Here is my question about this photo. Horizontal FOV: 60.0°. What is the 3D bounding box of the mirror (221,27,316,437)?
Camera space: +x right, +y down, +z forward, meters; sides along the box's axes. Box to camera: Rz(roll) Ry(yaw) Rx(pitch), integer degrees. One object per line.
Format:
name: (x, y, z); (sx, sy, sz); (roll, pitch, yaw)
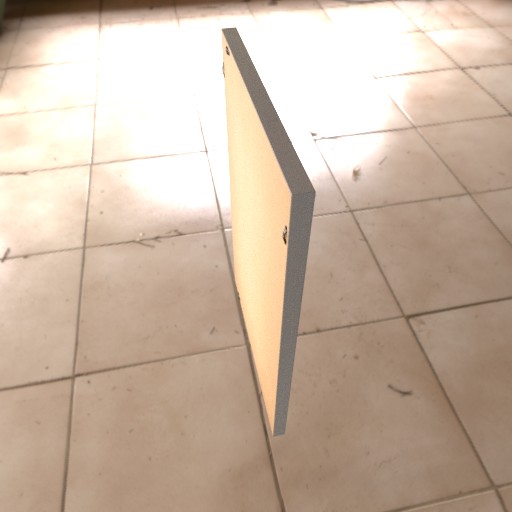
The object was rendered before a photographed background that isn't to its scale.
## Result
mirror: (0.000, 0.000, 1.163); (0.040, 0.915, 0.609); (-9, 48, -8)
